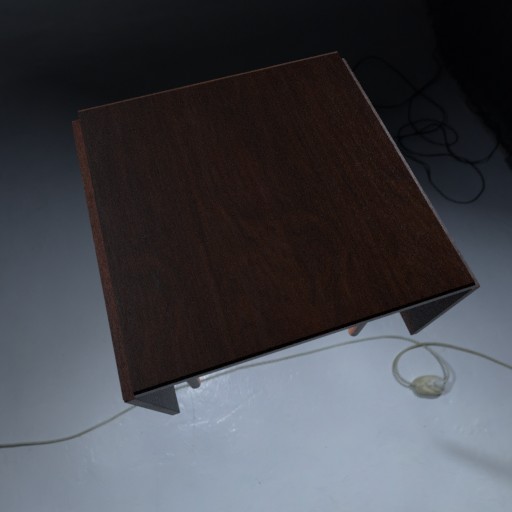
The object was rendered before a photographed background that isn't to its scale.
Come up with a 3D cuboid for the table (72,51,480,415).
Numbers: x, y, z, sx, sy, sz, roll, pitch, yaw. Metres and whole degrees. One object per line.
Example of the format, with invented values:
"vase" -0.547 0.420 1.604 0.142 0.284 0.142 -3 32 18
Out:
"table" 0.000 0.000 1.461 0.843 0.763 0.812 -16 64 -8
